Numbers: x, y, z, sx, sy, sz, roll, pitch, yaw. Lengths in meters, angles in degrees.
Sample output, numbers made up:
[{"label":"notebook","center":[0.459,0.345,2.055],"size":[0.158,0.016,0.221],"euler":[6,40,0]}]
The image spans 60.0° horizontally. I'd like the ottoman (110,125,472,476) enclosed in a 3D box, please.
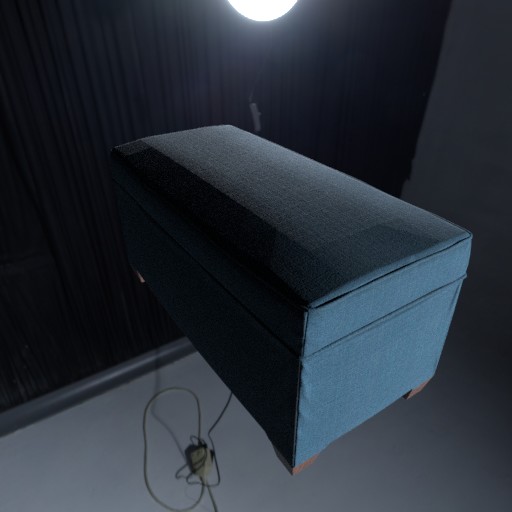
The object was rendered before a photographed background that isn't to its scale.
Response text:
[{"label":"ottoman","center":[0.000,0.000,1.202],"size":[0.474,0.474,0.943],"euler":[-20,37,-28]}]
